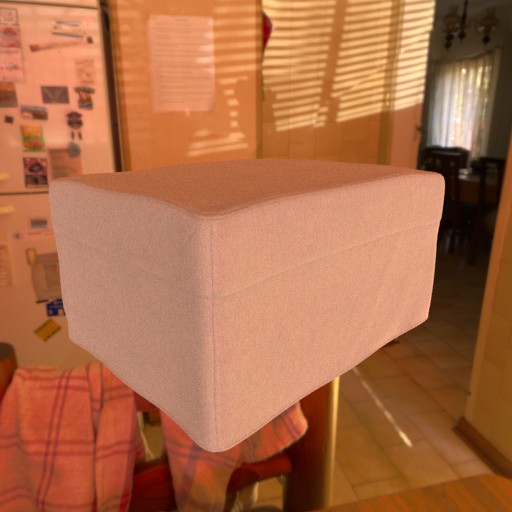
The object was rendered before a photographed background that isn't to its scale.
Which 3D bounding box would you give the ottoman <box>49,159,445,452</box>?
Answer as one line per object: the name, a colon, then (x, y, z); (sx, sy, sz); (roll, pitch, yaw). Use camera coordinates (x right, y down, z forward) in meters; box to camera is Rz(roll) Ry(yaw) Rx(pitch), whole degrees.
ottoman: (0.000, 0.000, 1.201); (0.833, 0.461, 0.648); (-16, 23, -42)
